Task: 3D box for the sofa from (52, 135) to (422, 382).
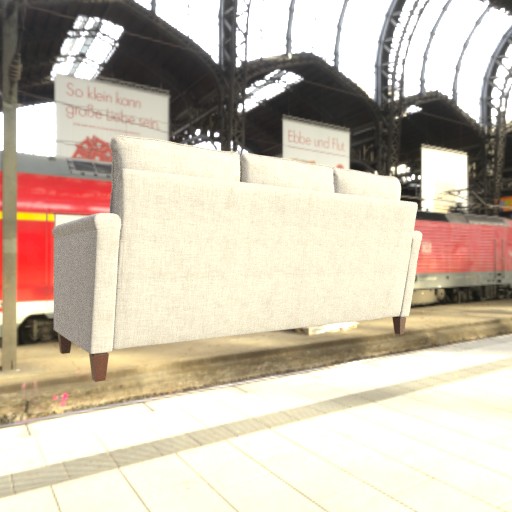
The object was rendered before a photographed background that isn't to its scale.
[{"bbox_3d":[0.000,0.000,2.422,1.925,0.959,0.828,0,0,-35],"label":"sofa"}]
